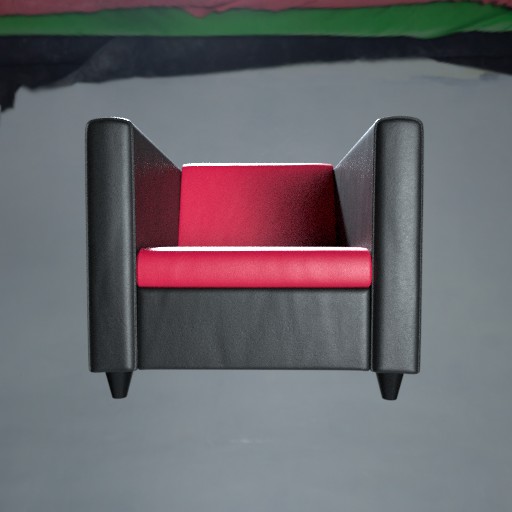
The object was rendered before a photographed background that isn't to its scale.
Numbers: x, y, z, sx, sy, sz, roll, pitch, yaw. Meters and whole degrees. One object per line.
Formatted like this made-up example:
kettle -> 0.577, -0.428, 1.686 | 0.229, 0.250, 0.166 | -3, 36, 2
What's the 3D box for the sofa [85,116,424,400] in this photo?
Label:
sofa -> 0.000, 0.000, 1.485 | 0.839, 0.724, 0.809 | 0, 1, 1
